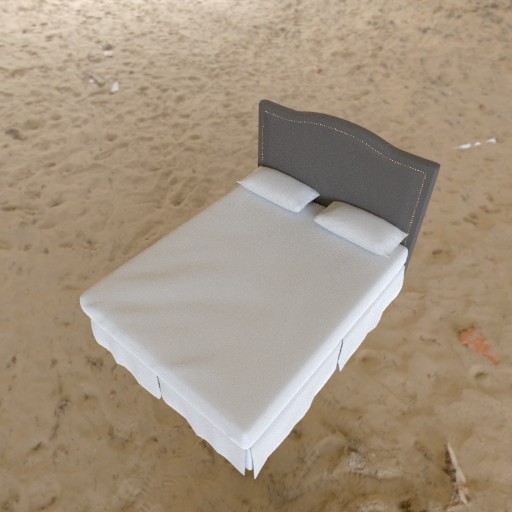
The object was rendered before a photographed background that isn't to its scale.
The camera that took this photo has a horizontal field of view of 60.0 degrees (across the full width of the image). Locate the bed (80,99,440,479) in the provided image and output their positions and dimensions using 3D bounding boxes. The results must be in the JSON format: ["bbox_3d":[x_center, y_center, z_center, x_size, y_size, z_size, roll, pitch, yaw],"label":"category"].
[{"bbox_3d":[0.000,0.000,3.495,1.821,1.436,2.282,30,52,27],"label":"bed"}]
